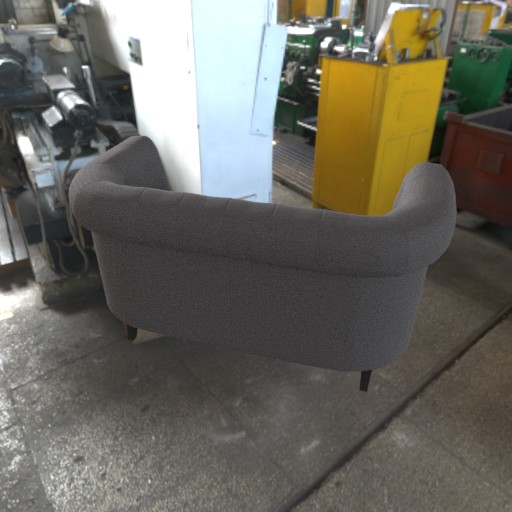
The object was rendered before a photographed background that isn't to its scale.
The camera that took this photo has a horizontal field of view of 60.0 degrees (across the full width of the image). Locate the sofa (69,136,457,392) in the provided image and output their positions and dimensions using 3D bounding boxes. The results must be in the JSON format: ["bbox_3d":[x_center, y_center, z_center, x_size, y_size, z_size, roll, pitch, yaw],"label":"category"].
[{"bbox_3d":[0.000,0.000,1.993,1.558,0.827,0.835,9,33,14],"label":"sofa"}]
